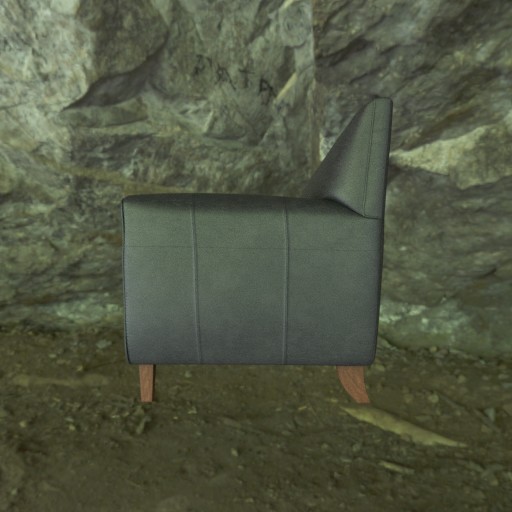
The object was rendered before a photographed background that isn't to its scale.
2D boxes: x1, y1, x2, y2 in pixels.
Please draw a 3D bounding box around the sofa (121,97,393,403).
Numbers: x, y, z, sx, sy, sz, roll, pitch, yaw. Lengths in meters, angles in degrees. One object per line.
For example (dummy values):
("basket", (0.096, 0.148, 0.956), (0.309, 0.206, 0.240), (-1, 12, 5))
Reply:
("sofa", (0.000, 0.000, 1.963), (0.787, 0.871, 1.473), (0, -1, 1))
